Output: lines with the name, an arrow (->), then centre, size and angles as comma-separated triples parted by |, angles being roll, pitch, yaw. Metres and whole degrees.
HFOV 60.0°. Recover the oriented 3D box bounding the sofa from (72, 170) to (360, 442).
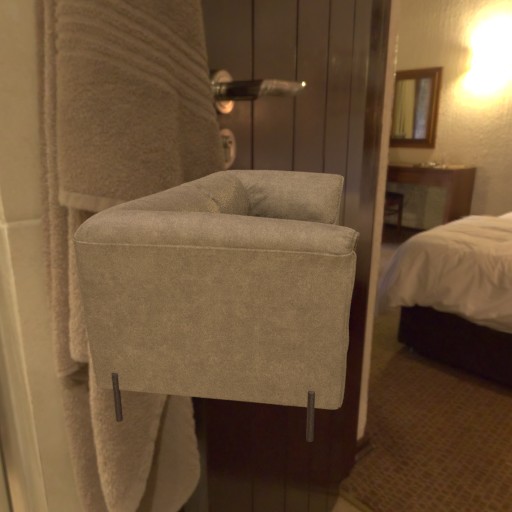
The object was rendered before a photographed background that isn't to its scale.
sofa -> 0.000, 0.000, 2.291 | 0.905, 0.747, 1.878 | 2, 16, 9
